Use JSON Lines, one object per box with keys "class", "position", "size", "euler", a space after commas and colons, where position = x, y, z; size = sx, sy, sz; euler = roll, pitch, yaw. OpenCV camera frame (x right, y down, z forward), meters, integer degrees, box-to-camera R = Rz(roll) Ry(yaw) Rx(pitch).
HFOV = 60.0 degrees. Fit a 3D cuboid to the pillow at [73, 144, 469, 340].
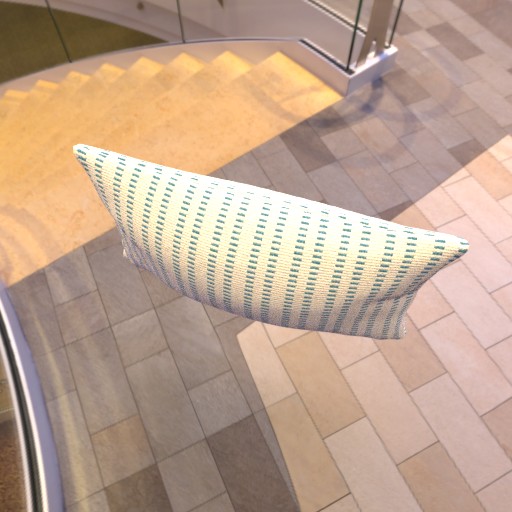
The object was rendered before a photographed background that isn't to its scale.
{"class": "pillow", "position": [0.000, 0.000, 0.815], "size": [0.640, 0.353, 0.210], "euler": [15, 60, 9]}
